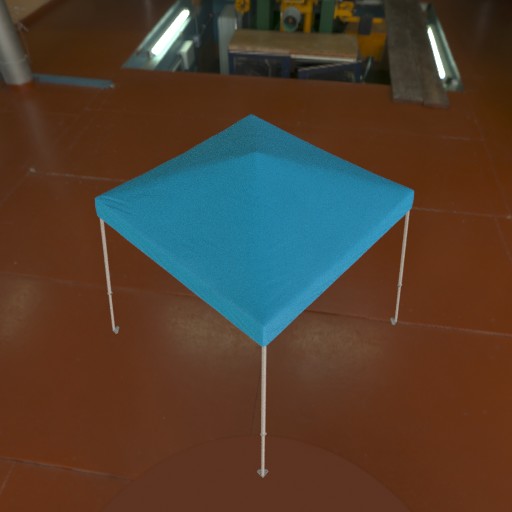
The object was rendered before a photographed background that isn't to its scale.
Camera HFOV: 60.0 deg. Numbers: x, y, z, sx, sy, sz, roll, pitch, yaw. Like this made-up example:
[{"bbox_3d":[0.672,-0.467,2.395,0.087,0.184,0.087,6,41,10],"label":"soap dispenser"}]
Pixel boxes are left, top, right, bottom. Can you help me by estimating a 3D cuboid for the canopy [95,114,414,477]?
[{"bbox_3d":[0.000,0.000,5.237,2.849,2.849,2.848,34,55,28],"label":"canopy"}]
